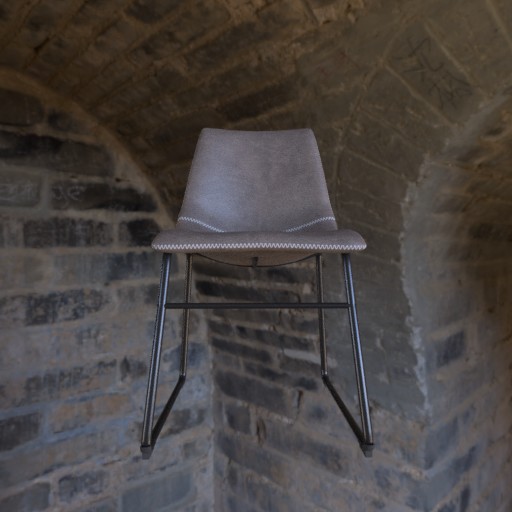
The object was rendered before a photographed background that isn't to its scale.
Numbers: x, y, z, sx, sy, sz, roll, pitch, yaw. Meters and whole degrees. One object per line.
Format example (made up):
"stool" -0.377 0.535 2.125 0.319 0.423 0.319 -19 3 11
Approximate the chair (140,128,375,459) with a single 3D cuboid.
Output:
"chair" 0.000 0.000 1.118 0.460 0.780 0.550 0 1 -1
